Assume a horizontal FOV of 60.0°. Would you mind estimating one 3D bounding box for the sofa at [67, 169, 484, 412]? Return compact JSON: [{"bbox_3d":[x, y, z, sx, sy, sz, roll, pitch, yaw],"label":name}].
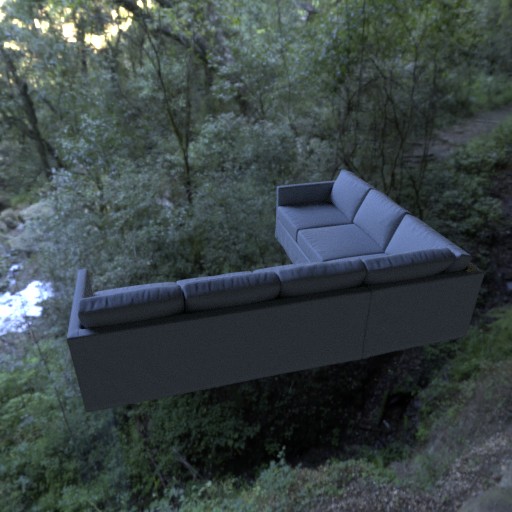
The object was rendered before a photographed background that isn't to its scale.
[{"bbox_3d":[0.000,0.000,4.329,3.182,0.871,2.432,-7,29,-13],"label":"sofa"}]
